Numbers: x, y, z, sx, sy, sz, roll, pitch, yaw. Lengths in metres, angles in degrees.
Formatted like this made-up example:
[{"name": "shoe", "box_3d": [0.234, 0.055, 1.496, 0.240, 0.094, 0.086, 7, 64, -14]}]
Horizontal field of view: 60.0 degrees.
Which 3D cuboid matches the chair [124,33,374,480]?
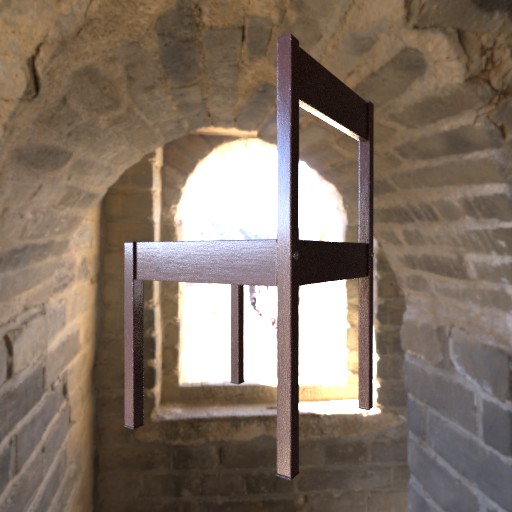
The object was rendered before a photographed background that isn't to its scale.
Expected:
[{"name": "chair", "box_3d": [0.000, 0.000, 0.695, 0.285, 0.505, 0.285, 0, 1, 33]}]
